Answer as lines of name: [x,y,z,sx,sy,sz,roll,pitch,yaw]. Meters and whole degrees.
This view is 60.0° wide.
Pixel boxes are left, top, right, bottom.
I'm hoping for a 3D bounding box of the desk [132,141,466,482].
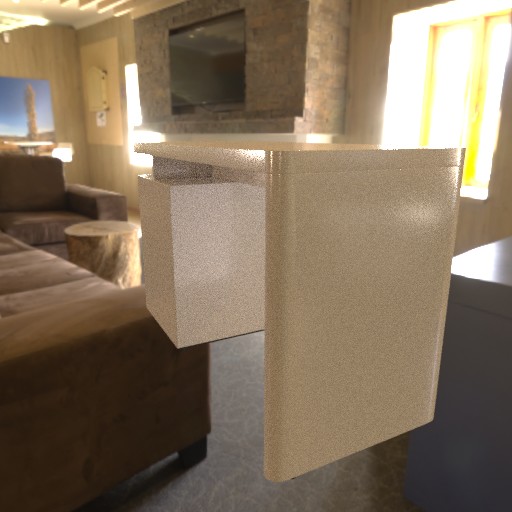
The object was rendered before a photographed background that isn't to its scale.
desk: [0.000,0.000,1.550,0.550,0.760,1.200,-8,17,-27]
